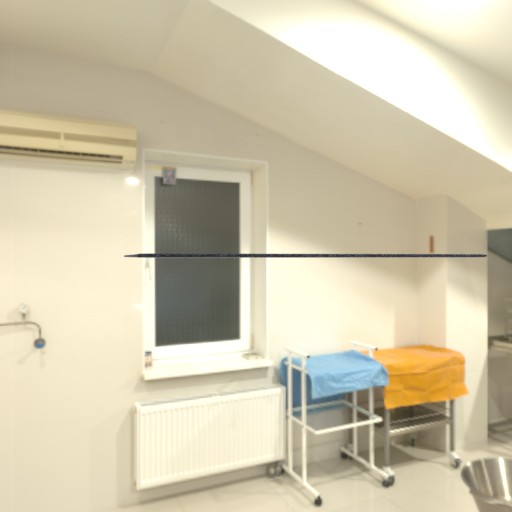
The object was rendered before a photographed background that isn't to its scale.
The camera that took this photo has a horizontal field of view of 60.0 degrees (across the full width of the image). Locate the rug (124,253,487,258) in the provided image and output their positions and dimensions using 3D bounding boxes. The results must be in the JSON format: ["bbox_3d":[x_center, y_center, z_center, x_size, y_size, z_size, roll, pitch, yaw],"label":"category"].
[{"bbox_3d":[0.000,0.000,4.267,2.385,0.024,3.245,0,0,-18],"label":"rug"}]
